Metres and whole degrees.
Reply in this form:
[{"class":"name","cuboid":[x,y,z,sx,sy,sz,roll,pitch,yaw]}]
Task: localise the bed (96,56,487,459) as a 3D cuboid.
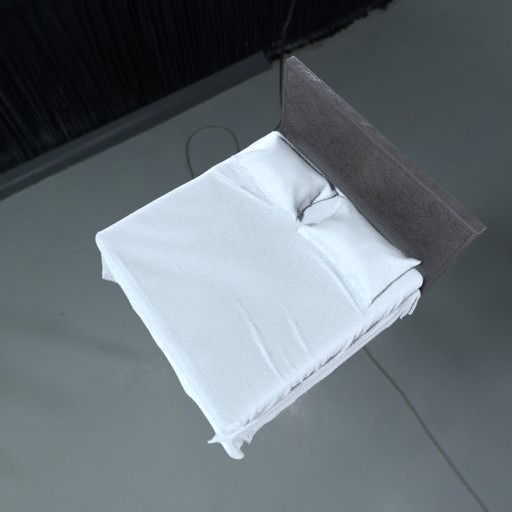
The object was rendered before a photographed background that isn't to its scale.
[{"class":"bed","cuboid":[0.000,0.000,2.863,1.785,1.142,1.772,-34,68,-15]}]
